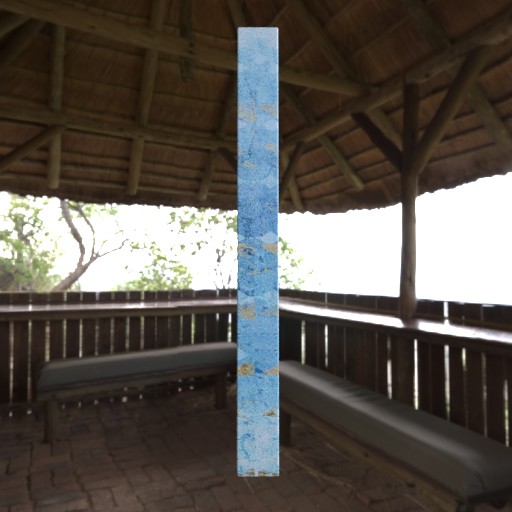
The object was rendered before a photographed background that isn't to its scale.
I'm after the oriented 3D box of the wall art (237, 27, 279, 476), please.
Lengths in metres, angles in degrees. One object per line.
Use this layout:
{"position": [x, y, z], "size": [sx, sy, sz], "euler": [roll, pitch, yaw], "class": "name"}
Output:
{"position": [0.000, 0.000, 0.601], "size": [0.037, 0.405, 0.405], "euler": [0, -2, 0], "class": "wall art"}
